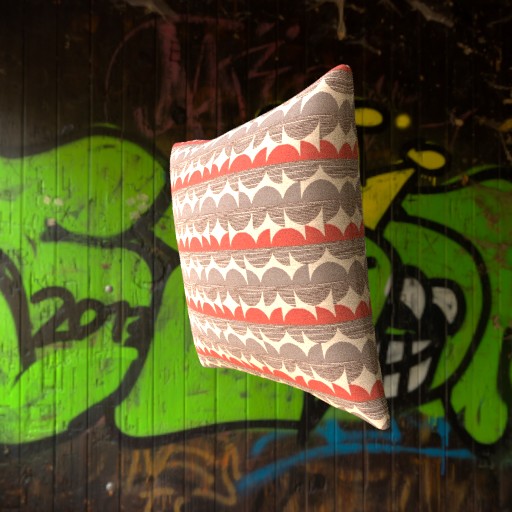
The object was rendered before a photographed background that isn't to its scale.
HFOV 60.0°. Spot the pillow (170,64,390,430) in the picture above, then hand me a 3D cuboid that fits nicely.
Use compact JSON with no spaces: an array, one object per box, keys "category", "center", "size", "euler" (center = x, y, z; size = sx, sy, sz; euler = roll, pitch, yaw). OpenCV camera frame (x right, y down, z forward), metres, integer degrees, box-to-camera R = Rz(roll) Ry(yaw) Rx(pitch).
[{"category":"pillow","center":[0.000,0.000,0.648],"size":[0.180,0.410,0.420],"euler":[0,-1,-36]}]
